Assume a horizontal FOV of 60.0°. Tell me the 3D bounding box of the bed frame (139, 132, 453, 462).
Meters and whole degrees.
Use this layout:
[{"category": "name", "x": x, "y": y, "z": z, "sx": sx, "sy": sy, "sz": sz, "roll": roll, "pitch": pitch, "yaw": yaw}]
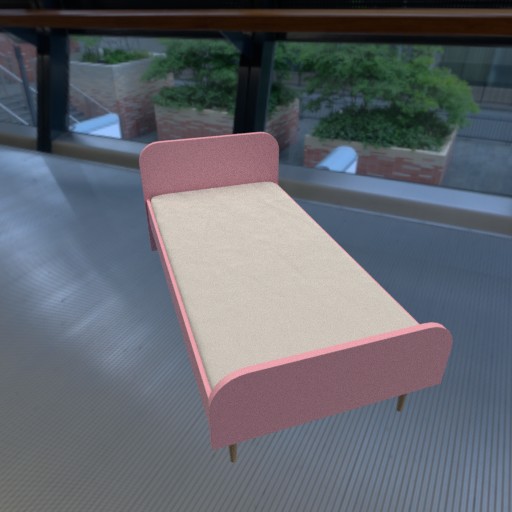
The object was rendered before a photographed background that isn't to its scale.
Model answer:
[{"category": "bed frame", "x": 0.000, "y": 0.000, "z": 2.460, "sx": 0.998, "sy": 0.805, "sz": 1.963, "roll": -10, "pitch": 32, "yaw": -16}]
